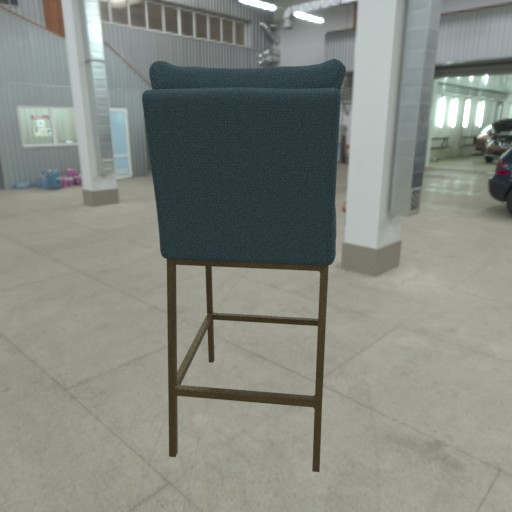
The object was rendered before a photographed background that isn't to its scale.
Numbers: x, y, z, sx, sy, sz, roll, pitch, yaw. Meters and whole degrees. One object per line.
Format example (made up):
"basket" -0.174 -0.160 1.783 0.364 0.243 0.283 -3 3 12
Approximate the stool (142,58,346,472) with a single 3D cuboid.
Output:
"stool" 0.000 0.000 1.318 0.463 1.032 0.568 2 17 8
